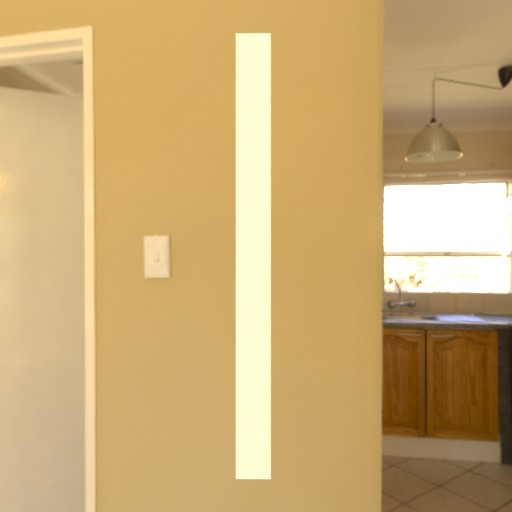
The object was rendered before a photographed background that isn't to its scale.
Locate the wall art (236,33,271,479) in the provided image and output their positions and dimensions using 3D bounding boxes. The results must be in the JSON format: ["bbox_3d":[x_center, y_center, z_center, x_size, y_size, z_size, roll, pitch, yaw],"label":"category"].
[{"bbox_3d":[0.000,0.000,0.455,0.024,0.304,0.304,0,0,1],"label":"wall art"}]
